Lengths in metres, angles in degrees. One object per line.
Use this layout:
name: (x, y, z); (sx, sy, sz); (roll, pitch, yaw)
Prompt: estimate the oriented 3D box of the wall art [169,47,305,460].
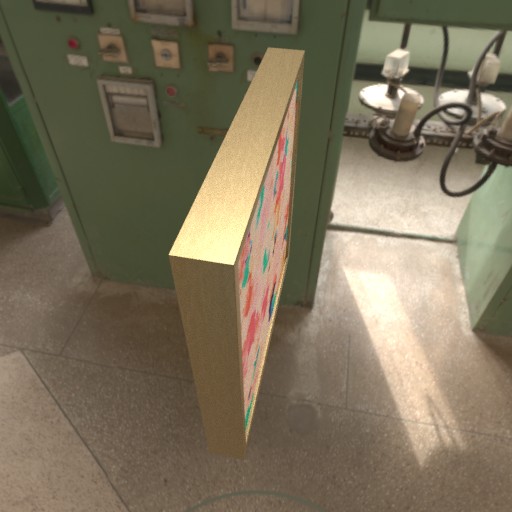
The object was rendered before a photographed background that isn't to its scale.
wall art: (0.000, 0.000, 0.463); (0.038, 0.305, 0.304); (9, 47, 8)
